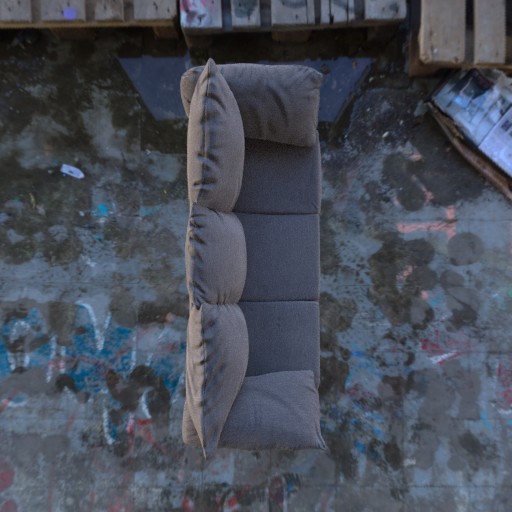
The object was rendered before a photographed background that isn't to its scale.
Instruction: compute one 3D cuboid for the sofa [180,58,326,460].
[{"bbox_3d":[0.000,0.000,2.916,0.927,1.043,2.390,0,89,-1],"label":"sofa"}]
